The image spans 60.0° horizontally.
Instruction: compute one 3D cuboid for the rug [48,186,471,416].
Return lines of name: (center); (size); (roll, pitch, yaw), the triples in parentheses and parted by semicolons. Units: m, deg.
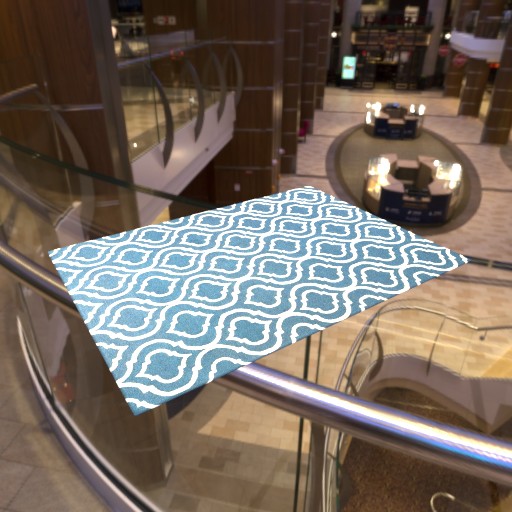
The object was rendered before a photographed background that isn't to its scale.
rug: (0.000, 0.000, 4.323); (3.353, 0.010, 2.438); (-18, 34, -29)
